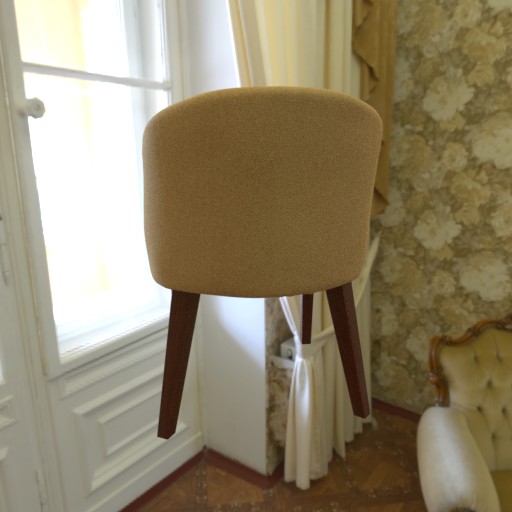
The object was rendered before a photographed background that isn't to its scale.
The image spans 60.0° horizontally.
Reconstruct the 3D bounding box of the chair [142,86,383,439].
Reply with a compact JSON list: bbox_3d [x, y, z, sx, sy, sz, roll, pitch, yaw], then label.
[{"bbox_3d":[0.000,0.000,1.220,0.583,0.811,0.655,-2,14,-9],"label":"chair"}]
